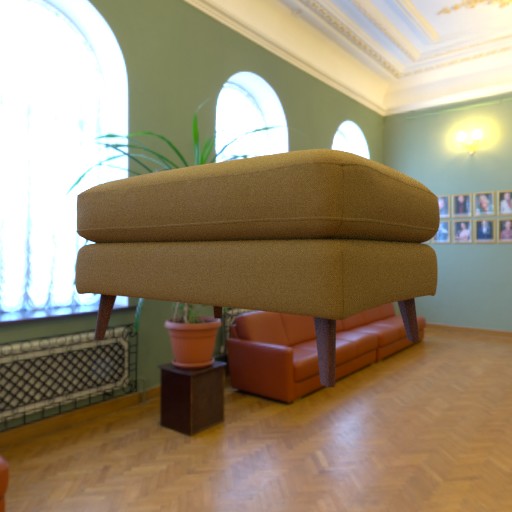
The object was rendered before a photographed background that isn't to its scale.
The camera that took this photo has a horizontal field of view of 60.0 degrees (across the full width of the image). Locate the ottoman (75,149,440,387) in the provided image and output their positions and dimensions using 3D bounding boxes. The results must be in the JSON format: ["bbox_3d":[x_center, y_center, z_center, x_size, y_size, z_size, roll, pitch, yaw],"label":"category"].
[{"bbox_3d":[0.000,0.000,1.176,0.811,0.449,0.608,0,1,37],"label":"ottoman"}]
